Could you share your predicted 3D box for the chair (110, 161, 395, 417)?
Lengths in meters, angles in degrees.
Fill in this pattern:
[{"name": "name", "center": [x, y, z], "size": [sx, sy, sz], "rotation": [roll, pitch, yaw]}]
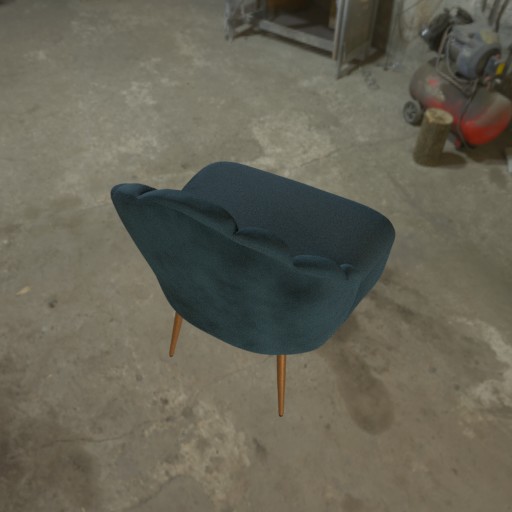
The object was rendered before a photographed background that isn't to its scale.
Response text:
[{"name": "chair", "center": [0.000, 0.000, 1.261], "size": [0.657, 0.819, 0.599], "rotation": [23, 51, 20]}]
